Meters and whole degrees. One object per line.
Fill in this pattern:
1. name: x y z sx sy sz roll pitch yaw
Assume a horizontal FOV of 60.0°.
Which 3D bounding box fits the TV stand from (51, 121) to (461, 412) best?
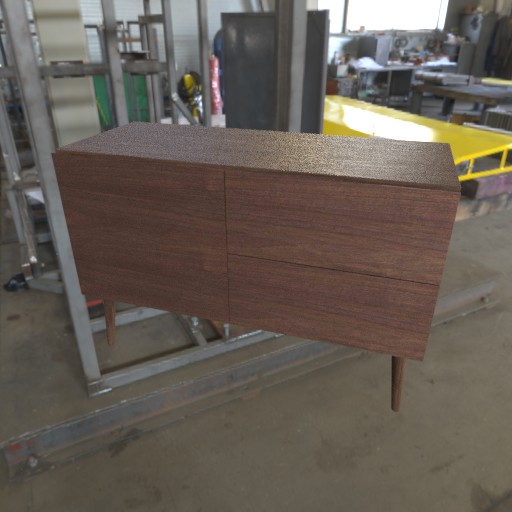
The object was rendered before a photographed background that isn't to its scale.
1. TV stand: 0.000 0.000 1.339 0.990 0.660 0.405 9 29 16
